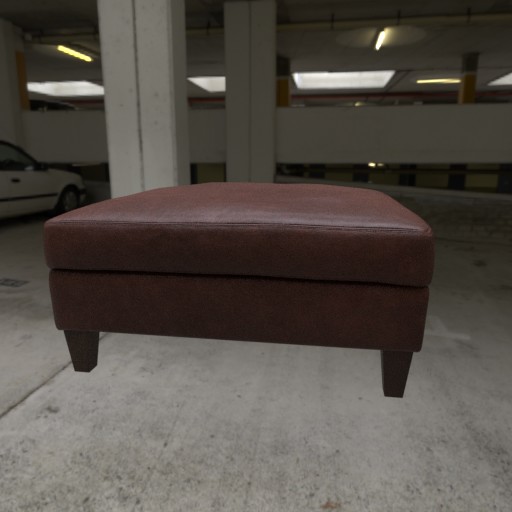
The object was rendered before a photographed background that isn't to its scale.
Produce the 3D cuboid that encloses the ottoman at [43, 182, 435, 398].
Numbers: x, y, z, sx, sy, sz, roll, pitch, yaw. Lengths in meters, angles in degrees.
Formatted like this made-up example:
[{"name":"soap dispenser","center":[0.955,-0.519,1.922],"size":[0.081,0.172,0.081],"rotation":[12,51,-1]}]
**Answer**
[{"name":"ottoman","center":[0.000,0.000,1.309],"size":[0.836,0.415,0.844],"rotation":[2,13,9]}]
